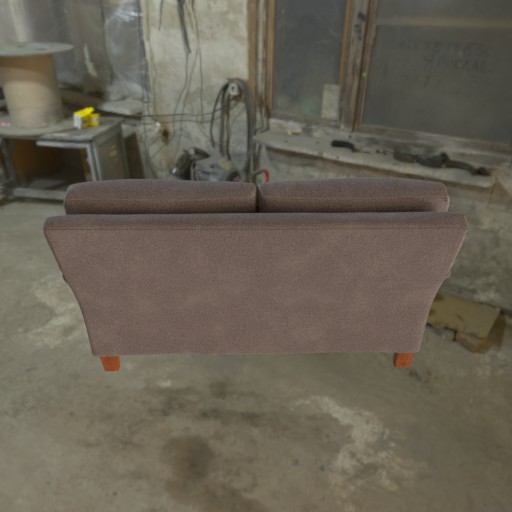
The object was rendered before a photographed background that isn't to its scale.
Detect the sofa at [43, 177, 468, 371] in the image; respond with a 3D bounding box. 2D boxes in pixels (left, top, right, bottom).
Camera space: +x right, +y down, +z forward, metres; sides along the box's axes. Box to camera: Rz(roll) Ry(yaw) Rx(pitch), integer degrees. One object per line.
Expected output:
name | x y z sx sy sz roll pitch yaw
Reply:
sofa | 0.000 0.000 2.511 1.853 1.101 1.084 -1 30 -1
